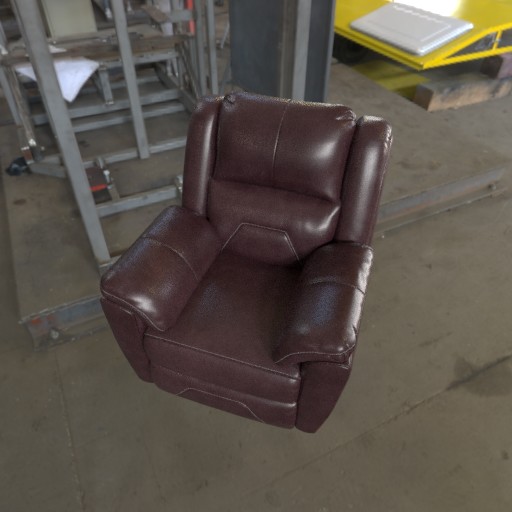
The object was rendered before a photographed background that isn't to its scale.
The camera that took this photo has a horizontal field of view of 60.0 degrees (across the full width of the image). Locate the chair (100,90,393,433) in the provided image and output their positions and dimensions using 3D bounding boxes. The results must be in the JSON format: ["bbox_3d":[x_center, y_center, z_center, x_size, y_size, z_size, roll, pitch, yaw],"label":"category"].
[{"bbox_3d":[0.000,0.000,1.941,0.990,1.093,1.041,13,44,14],"label":"chair"}]
